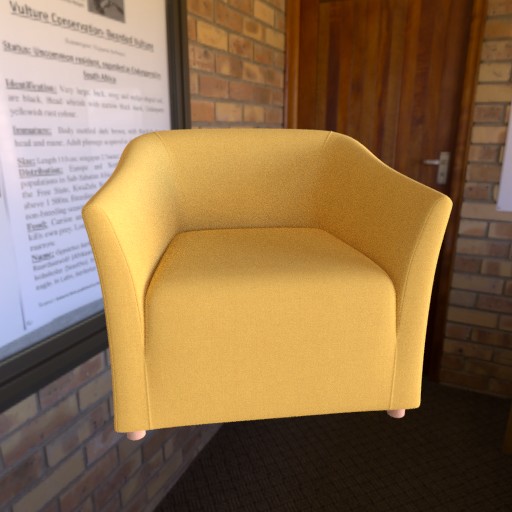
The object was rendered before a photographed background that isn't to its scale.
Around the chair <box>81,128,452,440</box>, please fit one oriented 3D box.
[{"bbox_3d":[0.000,0.000,1.303,0.790,0.720,0.700,-2,16,-7],"label":"chair"}]
